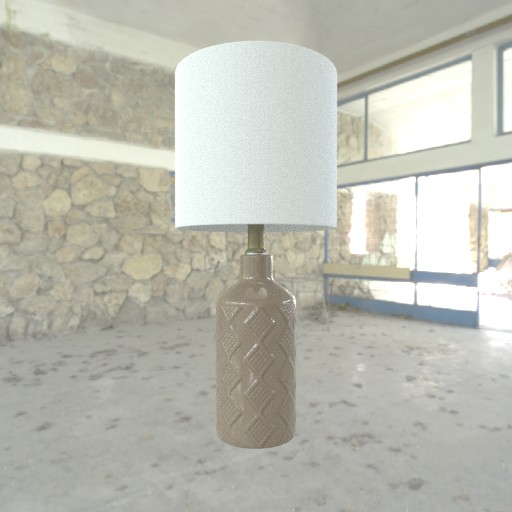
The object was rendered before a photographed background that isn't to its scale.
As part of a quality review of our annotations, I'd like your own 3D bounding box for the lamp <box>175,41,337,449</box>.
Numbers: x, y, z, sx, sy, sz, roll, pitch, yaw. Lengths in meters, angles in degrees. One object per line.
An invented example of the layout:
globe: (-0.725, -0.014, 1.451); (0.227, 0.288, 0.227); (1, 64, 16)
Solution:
lamp: (0.000, 0.000, 0.577); (0.207, 0.461, 0.207); (0, 1, -35)
